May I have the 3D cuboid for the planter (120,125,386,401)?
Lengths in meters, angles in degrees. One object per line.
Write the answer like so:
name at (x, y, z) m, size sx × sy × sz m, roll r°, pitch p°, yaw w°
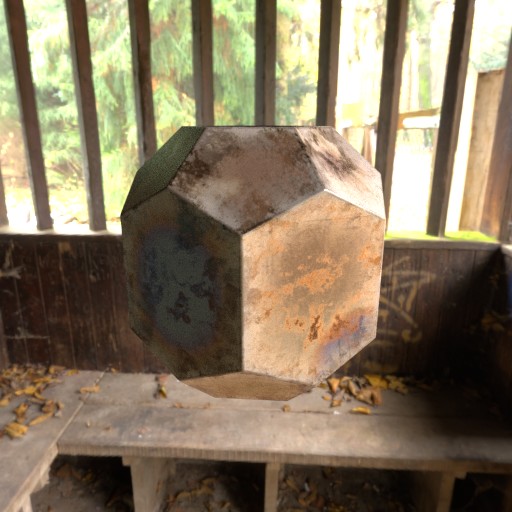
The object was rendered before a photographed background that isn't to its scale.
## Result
planter at (0.000, 0.000, 0.423) m, size 0.243 × 0.238 × 0.221 m, roll -8°, pitch 19°, yaw -24°
